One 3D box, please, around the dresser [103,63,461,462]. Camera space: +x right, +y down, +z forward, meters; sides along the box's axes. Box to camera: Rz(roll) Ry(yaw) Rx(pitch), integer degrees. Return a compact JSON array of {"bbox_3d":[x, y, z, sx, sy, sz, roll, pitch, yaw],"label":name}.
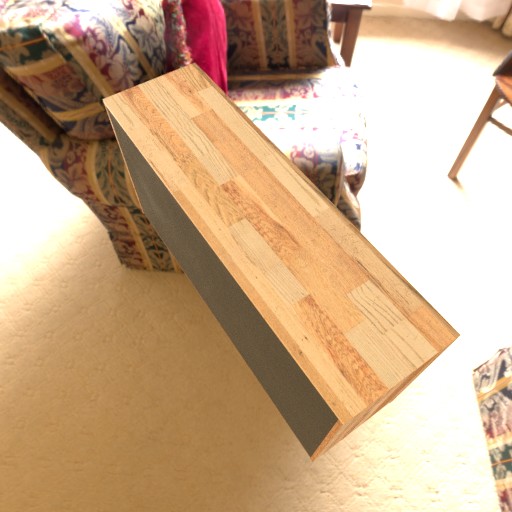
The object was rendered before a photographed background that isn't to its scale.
[{"bbox_3d":[0.000,0.000,1.921,0.487,0.834,1.547,-30,63,-17],"label":"dresser"}]
